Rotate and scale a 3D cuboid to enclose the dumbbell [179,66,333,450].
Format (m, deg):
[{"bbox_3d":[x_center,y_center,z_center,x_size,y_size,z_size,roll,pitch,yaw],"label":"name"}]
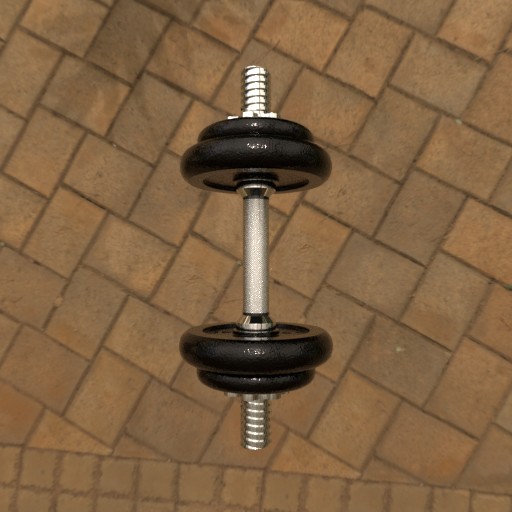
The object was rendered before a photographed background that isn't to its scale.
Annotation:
[{"bbox_3d":[0.000,0.000,0.592,0.202,0.202,0.497,0,88,2],"label":"dumbbell"}]
